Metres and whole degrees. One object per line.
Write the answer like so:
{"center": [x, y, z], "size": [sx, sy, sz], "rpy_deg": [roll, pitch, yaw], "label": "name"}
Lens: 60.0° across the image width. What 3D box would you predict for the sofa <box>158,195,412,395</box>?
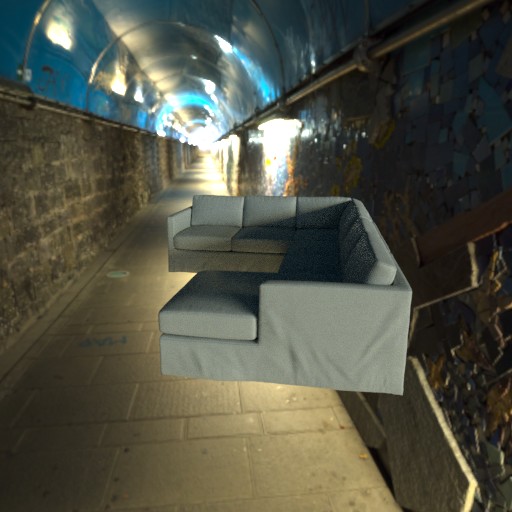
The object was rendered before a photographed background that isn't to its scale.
{"center": [0.000, 0.000, 4.476], "size": [2.427, 0.882, 3.460], "rpy_deg": [2, 14, 9], "label": "sofa"}
